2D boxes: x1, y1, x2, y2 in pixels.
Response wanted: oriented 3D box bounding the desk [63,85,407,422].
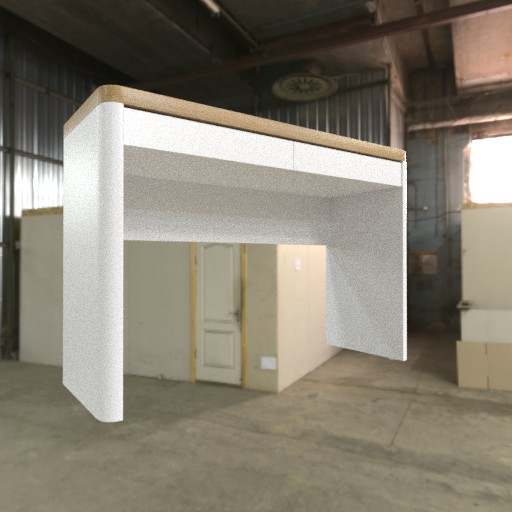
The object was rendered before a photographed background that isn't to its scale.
[{"bbox_3d":[0.000,0.000,1.449,1.100,0.760,0.390,0,-1,-35],"label":"desk"}]
